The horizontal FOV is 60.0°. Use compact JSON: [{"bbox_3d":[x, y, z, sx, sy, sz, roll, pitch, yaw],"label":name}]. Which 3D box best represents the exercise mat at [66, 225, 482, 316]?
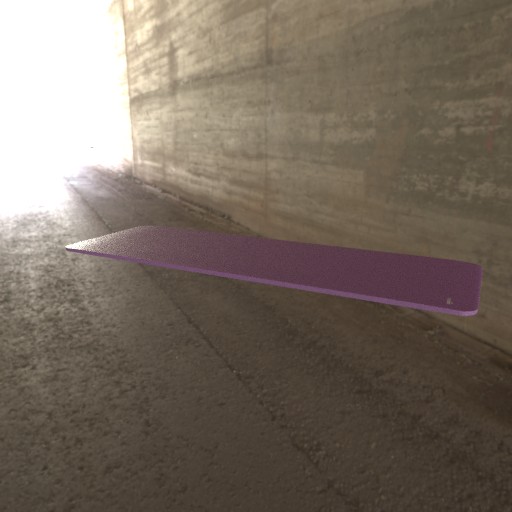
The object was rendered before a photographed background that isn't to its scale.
[{"bbox_3d":[0.000,0.000,2.047,1.869,0.021,0.616,8,17,26],"label":"exercise mat"}]
